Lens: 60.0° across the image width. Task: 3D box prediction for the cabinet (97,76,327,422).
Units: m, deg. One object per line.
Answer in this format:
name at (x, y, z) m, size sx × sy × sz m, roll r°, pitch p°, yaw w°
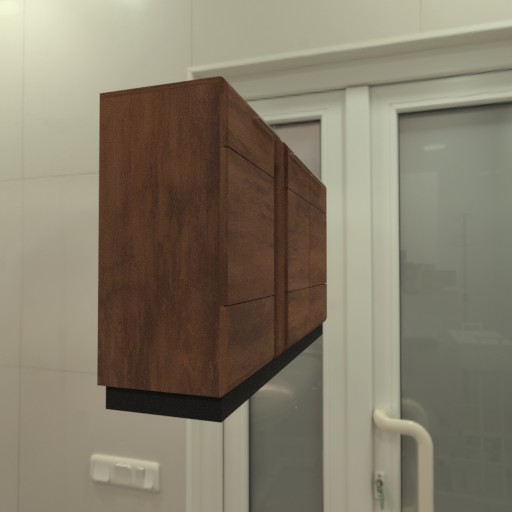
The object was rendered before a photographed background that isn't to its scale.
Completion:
cabinet at (0.000, 0.000, 1.954) m, size 0.420 × 0.900 × 1.600 m, roll 0°, pitch -1°, yaw 18°
